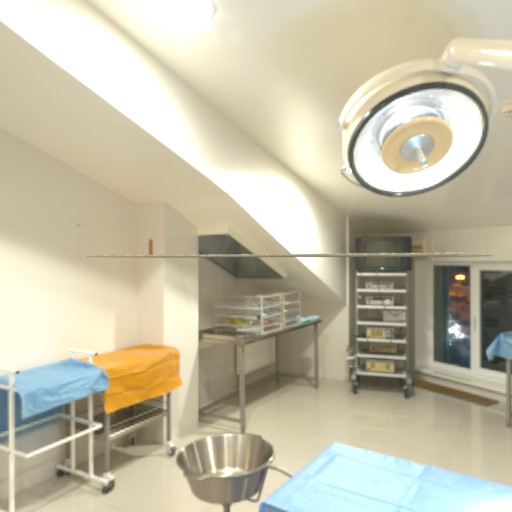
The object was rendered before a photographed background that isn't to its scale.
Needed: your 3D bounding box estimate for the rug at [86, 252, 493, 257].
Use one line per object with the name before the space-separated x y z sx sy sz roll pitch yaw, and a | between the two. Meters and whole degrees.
rug | 0.000 0.000 2.410 2.196 0.011 0.662 0 -1 37
